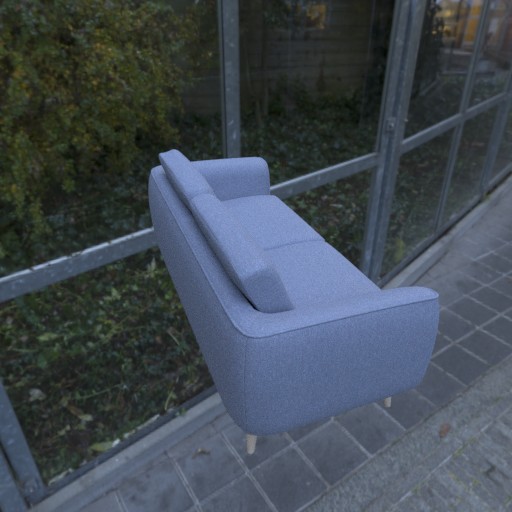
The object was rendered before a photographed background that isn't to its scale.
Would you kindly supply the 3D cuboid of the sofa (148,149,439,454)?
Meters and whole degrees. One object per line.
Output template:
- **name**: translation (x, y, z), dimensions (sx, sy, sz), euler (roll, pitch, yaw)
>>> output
- **sofa**: translation (0.000, 0.000, 2.552), dimensions (0.920, 0.870, 2.000), euler (-11, 32, -18)
